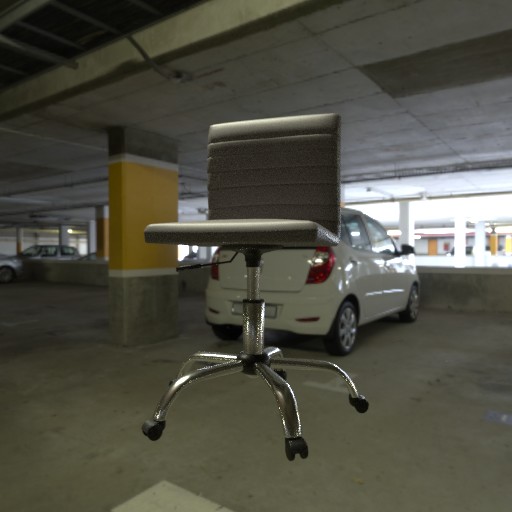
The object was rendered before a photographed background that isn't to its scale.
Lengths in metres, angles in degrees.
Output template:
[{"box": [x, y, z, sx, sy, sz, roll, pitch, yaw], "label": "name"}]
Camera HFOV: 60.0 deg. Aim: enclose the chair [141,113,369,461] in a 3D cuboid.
[{"box": [0.000, 0.000, 1.130, 0.556, 0.780, 0.530, 0, 1, 18], "label": "chair"}]
